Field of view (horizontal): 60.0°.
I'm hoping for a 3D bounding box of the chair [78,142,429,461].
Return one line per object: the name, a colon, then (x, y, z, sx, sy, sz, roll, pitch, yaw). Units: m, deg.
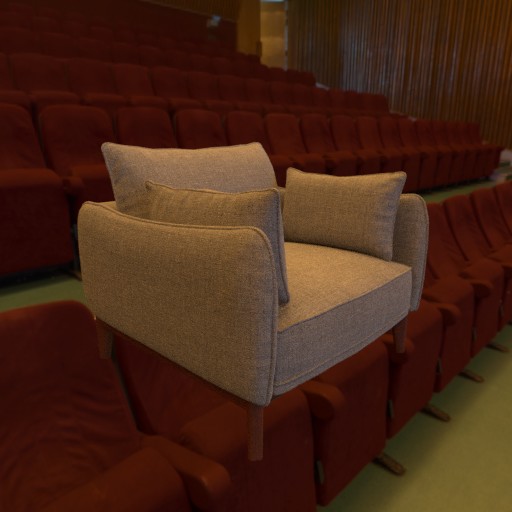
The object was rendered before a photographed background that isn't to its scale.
chair: (0.000, 0.000, 1.689, 0.976, 0.839, 0.993, 14, 21, 42)
